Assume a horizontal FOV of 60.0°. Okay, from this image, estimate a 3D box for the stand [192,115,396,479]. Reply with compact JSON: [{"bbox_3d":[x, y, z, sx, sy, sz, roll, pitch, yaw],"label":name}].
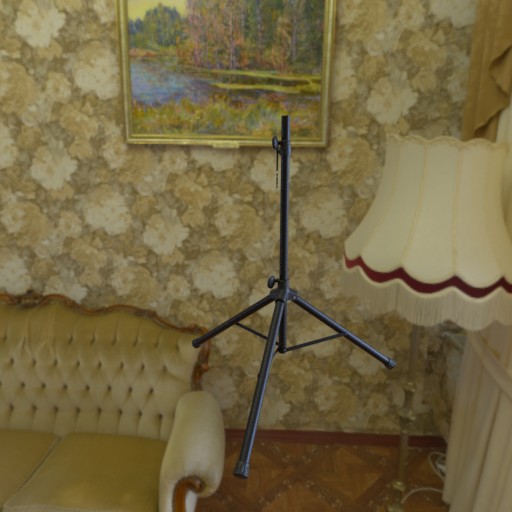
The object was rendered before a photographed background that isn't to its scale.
[{"bbox_3d":[0.000,0.000,1.901,0.907,1.136,1.045,13,19,43],"label":"stand"}]
